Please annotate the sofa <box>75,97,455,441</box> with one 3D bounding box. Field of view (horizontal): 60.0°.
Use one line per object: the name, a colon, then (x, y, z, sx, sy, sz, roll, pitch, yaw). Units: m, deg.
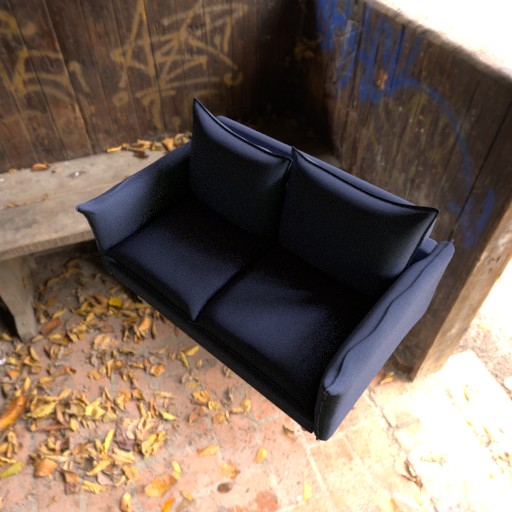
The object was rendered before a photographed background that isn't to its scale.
sofa: (0.000, 0.000, 1.864, 1.300, 0.840, 0.820, 32, 55, 26)
